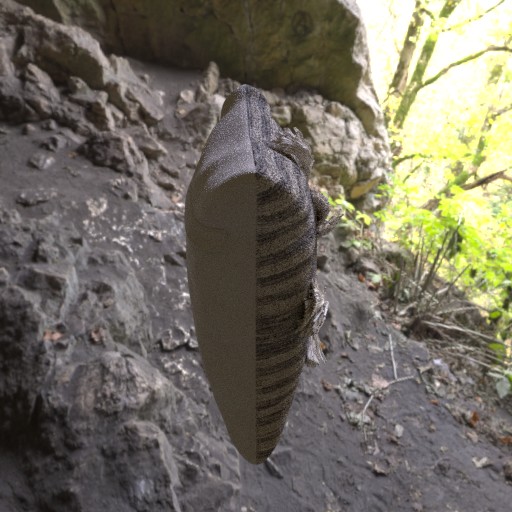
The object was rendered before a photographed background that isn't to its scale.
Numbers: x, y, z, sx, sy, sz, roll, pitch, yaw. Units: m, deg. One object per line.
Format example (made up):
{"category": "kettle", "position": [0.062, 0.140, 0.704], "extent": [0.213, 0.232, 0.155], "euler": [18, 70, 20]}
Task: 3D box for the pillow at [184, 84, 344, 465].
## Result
{"category": "pillow", "position": [0.000, 0.000, 0.776], "extent": [0.234, 0.490, 0.484], "euler": [-1, 32, -2]}
